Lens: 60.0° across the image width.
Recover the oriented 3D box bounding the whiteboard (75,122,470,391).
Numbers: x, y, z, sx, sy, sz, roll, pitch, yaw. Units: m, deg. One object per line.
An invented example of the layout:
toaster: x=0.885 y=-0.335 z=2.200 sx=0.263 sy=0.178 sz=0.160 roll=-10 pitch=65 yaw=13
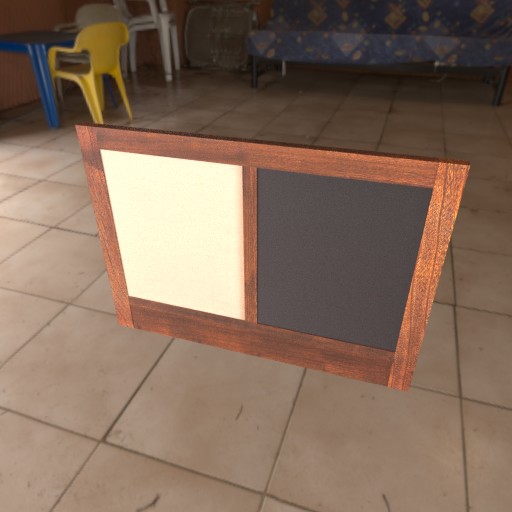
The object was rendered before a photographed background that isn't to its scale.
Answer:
whiteboard: x=0.000 y=0.000 z=1.012 sx=0.768 sy=0.553 sz=0.083 roll=10 pitch=34 yaw=15
